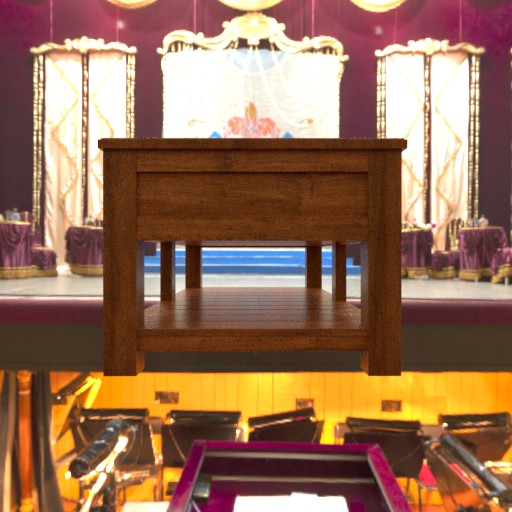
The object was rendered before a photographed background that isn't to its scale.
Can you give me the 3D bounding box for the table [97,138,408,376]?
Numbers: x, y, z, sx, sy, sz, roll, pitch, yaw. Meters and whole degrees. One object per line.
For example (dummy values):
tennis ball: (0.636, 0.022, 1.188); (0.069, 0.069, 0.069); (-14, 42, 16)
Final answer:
table: (0.000, 0.000, 1.460); (0.635, 0.480, 1.150); (0, 0, 0)
